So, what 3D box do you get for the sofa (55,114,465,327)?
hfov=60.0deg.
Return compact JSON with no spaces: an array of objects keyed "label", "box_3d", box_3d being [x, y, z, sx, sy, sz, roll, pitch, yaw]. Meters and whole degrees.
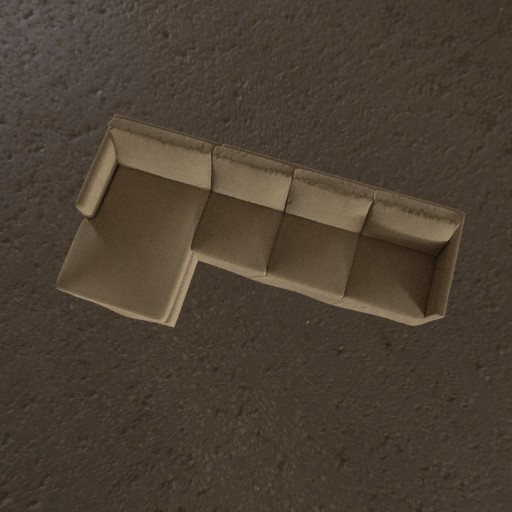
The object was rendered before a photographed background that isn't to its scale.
[{"label":"sofa","box_3d":[0.000,0.000,3.899,3.198,0.920,1.638,17,76,4]}]
